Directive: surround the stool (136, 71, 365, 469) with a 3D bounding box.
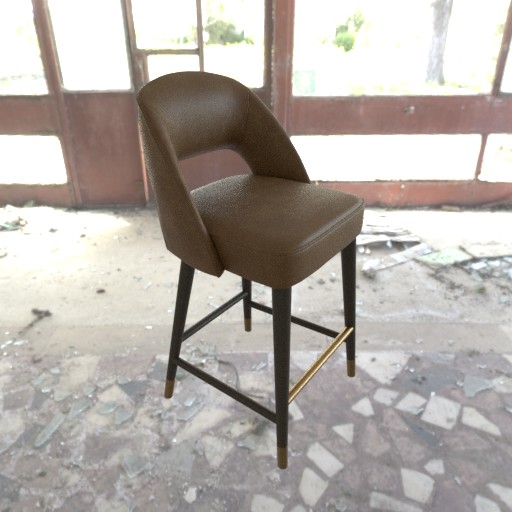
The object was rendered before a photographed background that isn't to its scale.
[{"bbox_3d":[0.000,0.000,1.248,0.509,0.940,0.494,18,32,31],"label":"stool"}]
